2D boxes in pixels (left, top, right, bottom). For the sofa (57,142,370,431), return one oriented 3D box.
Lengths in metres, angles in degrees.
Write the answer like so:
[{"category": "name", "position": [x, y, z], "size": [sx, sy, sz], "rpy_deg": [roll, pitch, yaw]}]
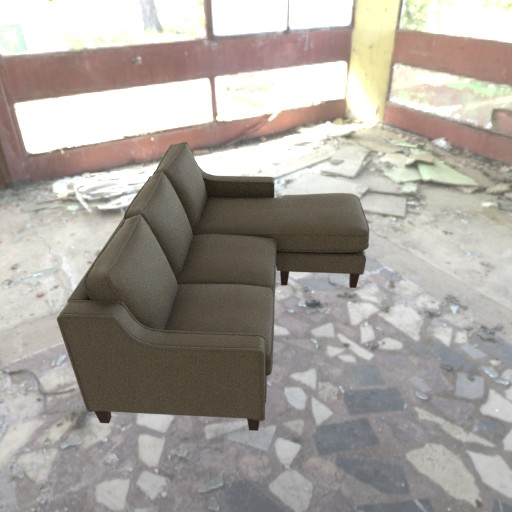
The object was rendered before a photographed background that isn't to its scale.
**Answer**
[{"category": "sofa", "position": [0.000, 0.000, 3.307], "size": [1.858, 1.081, 2.317], "rpy_deg": [2, 33, 3]}]
